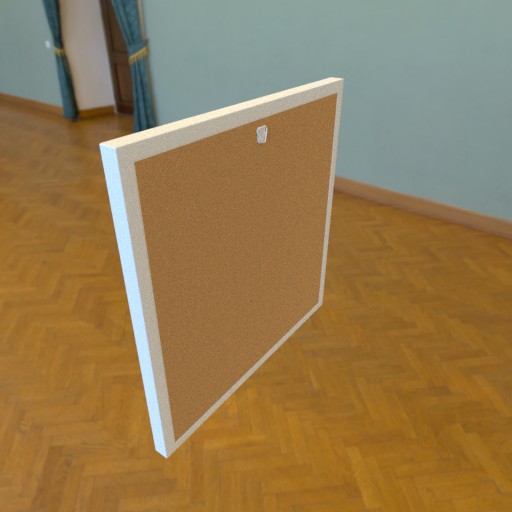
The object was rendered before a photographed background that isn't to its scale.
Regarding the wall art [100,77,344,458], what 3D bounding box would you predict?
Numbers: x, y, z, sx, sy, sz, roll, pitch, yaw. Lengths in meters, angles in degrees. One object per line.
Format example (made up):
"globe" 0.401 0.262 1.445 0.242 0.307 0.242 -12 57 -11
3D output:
"wall art" 0.000 0.000 1.140 0.050 0.762 0.761 21 37 31
